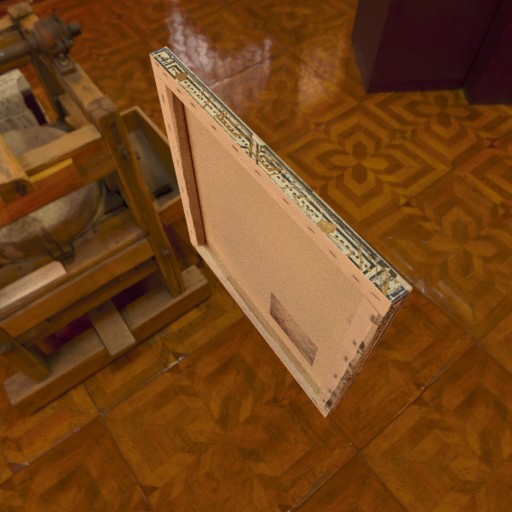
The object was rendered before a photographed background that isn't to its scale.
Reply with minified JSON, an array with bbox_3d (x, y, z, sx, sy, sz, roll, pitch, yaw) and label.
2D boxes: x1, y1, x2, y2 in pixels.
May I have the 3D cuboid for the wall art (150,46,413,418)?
[{"bbox_3d":[0.000,0.000,0.920,0.036,0.607,0.609,-31,63,-18],"label":"wall art"}]
